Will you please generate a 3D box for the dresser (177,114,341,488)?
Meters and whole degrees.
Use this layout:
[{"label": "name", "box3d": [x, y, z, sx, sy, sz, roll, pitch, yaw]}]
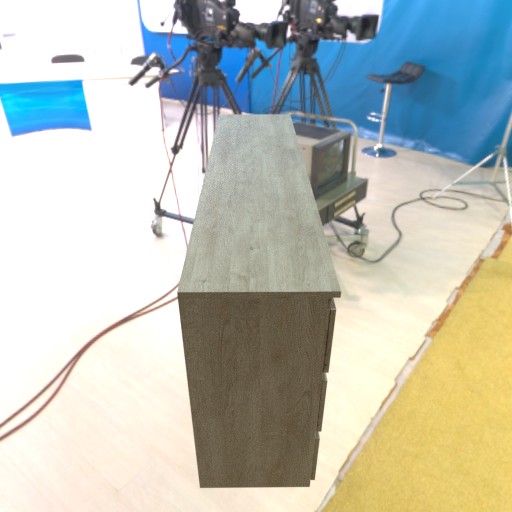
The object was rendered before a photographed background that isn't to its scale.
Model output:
[{"label": "dresser", "box3d": [0.000, 0.000, 1.910, 0.390, 0.795, 1.590, 0, 32, -1]}]
